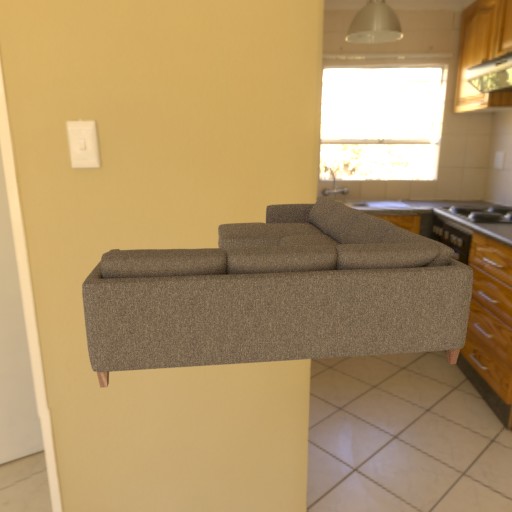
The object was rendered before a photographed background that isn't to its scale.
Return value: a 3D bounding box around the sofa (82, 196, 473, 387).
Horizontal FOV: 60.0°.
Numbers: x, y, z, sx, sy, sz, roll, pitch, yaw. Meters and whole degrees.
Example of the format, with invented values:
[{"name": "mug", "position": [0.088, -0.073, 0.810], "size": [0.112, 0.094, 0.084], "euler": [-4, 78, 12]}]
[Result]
[{"name": "sofa", "position": [0.000, 0.000, 4.373], "size": [2.551, 0.853, 3.238], "euler": [-2, 14, -7]}]
